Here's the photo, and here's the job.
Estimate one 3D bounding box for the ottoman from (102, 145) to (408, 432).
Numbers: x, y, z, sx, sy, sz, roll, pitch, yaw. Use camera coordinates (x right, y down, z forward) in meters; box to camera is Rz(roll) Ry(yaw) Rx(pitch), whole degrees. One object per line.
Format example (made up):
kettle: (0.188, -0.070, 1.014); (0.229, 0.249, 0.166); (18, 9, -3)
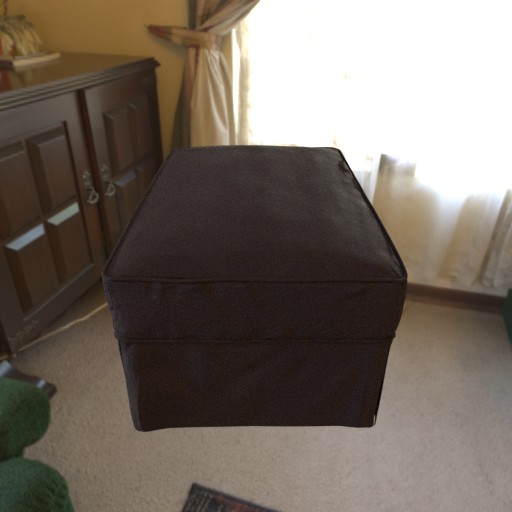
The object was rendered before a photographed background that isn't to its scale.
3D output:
ottoman: (0.000, 0.000, 1.347); (0.637, 0.503, 0.938); (0, 30, 0)
